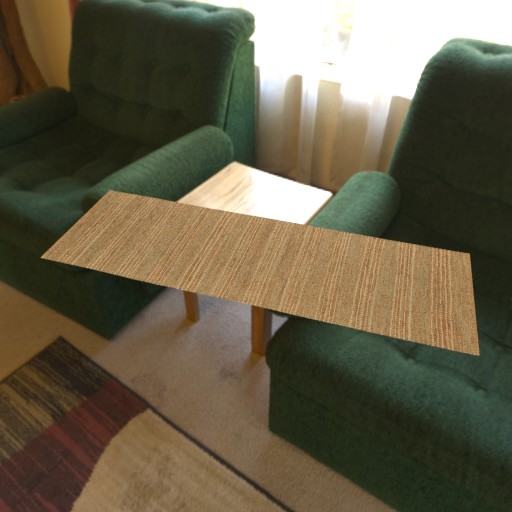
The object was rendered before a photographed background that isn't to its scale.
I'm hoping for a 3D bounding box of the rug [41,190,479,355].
[{"bbox_3d":[0.000,0.000,2.642,2.438,0.006,0.783,11,42,13],"label":"rug"}]
